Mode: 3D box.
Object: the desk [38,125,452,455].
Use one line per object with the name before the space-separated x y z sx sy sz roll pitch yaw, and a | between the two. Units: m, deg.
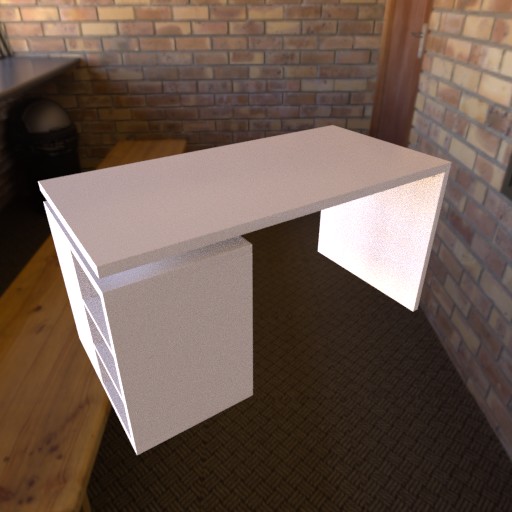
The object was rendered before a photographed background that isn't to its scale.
desk | 0.000 0.000 1.851 1.400 0.740 0.690 -19 36 -29
